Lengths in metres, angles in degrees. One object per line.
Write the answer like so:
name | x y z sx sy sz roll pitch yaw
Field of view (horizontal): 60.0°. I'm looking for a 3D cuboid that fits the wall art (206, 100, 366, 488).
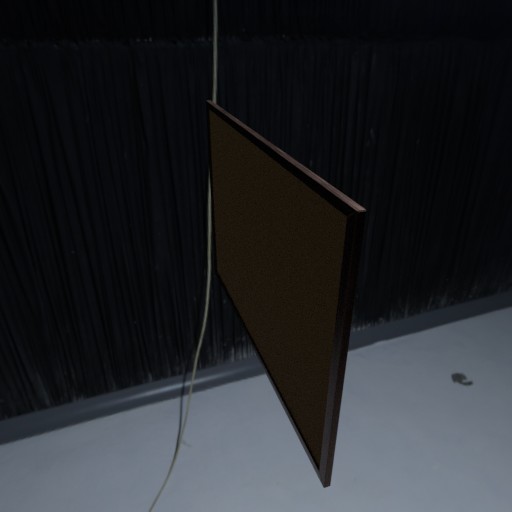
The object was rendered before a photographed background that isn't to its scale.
wall art | 0.000 0.000 1.029 0.014 0.559 0.816 -10 30 -17
